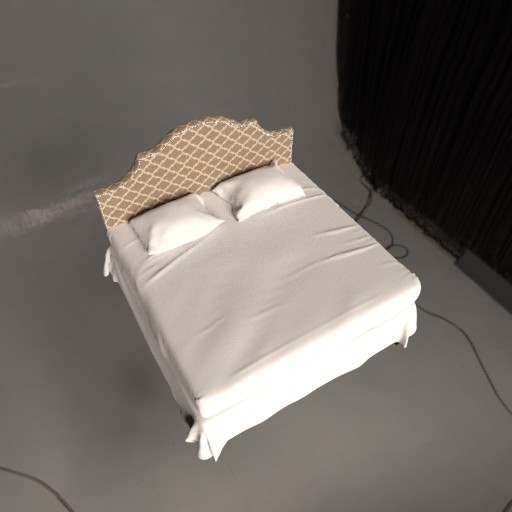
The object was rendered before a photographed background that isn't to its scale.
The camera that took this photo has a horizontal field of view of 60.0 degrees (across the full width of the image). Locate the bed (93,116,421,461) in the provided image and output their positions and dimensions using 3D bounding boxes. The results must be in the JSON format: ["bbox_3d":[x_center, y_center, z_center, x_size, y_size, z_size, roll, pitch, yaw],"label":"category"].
[{"bbox_3d":[0.000,0.000,3.768,2.314,1.601,2.222,-24,52,-20],"label":"bed"}]
